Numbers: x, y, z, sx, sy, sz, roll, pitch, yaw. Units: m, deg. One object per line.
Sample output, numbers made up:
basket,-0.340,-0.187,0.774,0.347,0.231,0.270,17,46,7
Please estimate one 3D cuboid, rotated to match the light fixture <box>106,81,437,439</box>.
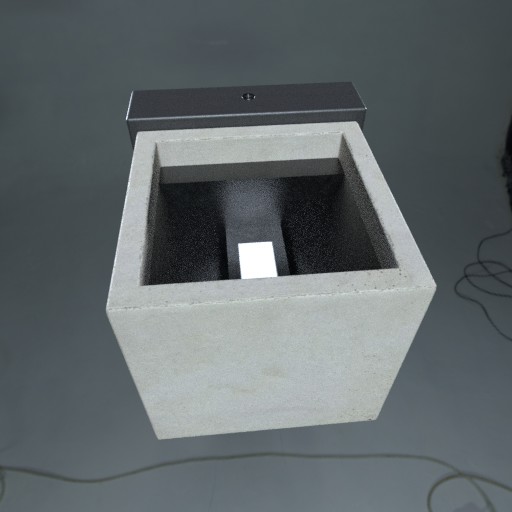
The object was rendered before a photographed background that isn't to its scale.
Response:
light fixture,0.000,0.000,0.235,0.121,0.121,0.143,-4,46,-4
